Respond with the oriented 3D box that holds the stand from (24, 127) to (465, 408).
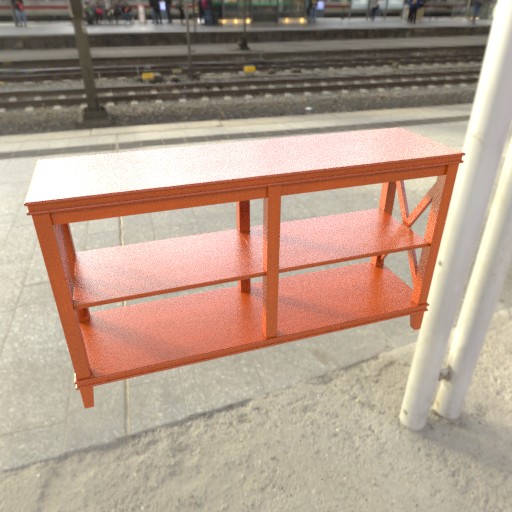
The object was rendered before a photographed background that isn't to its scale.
[{"bbox_3d":[0.000,0.000,1.659,1.372,0.762,0.381,-9,31,-16],"label":"stand"}]
